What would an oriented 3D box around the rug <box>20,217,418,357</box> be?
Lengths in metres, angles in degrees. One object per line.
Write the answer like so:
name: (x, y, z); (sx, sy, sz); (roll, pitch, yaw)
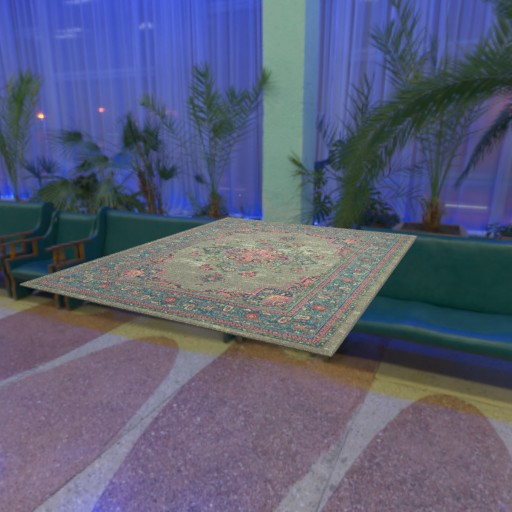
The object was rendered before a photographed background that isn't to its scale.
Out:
rug: (0.000, 0.000, 4.099); (2.434, 0.013, 3.057); (8, 17, 26)
